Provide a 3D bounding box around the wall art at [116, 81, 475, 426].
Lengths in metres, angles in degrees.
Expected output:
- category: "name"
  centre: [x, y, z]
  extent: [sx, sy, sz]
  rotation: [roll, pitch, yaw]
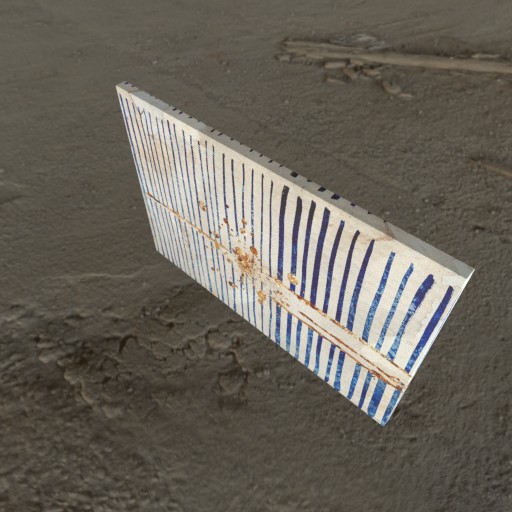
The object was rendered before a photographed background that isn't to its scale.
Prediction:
- category: "wall art"
  centre: [0.000, 0.000, 1.410]
  extent: [1.143, 0.757, 0.038]
  rotation: [34, 57, 27]
